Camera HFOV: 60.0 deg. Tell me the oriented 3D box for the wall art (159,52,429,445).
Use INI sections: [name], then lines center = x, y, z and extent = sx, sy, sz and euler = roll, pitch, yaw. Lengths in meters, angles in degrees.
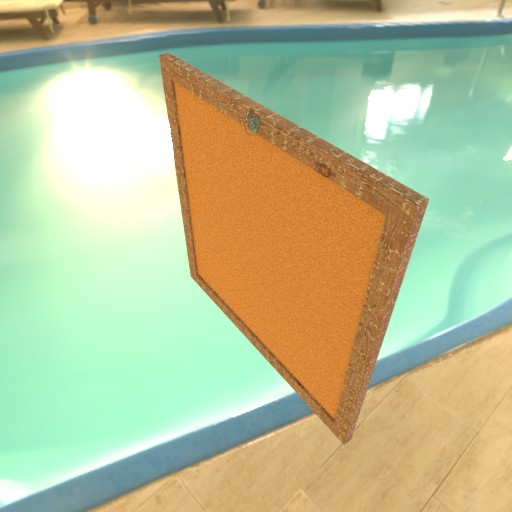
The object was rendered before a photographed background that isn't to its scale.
[wall art]
center = 0.000, 0.000, 0.552
extent = 0.022, 0.380, 0.380
euler = -27, 49, -26
